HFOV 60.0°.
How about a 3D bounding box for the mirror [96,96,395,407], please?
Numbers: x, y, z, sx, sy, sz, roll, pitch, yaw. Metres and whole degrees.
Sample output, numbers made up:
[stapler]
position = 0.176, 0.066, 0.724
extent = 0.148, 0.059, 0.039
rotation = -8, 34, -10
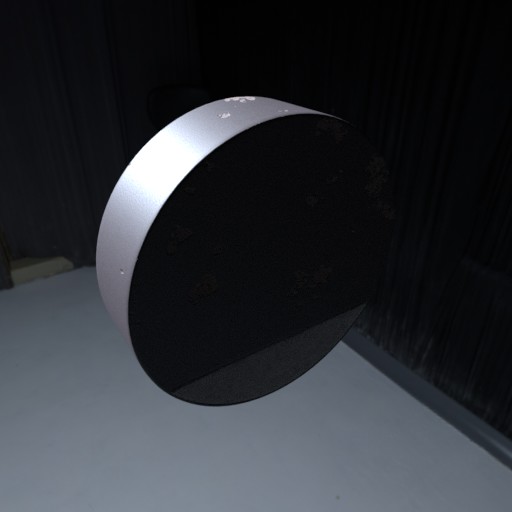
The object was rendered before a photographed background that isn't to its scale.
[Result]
[mirror]
position = 0.000, 0.000, 0.582
extent = 0.386, 0.386, 0.126
rotation = -18, 35, -29
